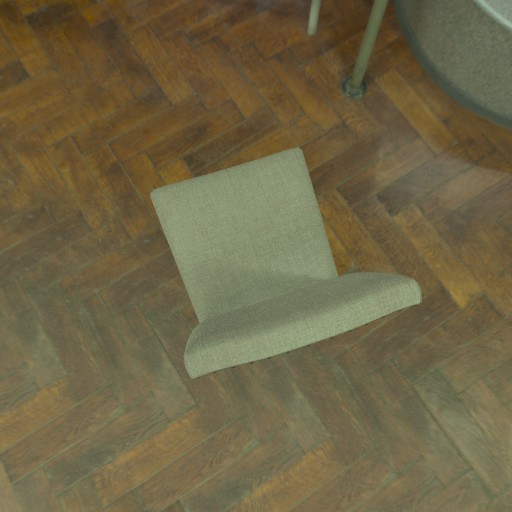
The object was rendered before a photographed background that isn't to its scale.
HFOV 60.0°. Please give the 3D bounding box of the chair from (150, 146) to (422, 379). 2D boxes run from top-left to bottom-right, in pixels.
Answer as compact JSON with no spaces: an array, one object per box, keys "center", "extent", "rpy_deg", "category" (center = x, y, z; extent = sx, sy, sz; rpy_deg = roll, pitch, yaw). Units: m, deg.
[{"center":[0.000,0.000,1.311],"extent":[0.508,0.986,0.622],"rpy_deg":[-17,75,-5],"category":"chair"}]
